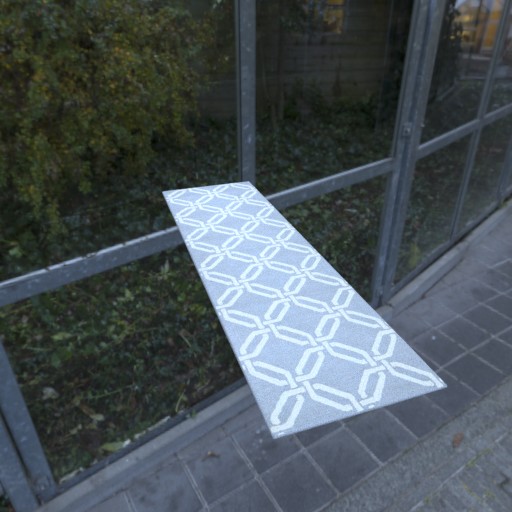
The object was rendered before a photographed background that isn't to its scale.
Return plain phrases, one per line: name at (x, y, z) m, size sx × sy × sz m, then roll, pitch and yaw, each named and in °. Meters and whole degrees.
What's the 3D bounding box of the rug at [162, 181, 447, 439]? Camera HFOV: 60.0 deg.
rug at (0.000, 0.000, 2.442) m, size 0.678 × 0.014 × 2.276 m, roll -10°, pitch 31°, yaw -17°
